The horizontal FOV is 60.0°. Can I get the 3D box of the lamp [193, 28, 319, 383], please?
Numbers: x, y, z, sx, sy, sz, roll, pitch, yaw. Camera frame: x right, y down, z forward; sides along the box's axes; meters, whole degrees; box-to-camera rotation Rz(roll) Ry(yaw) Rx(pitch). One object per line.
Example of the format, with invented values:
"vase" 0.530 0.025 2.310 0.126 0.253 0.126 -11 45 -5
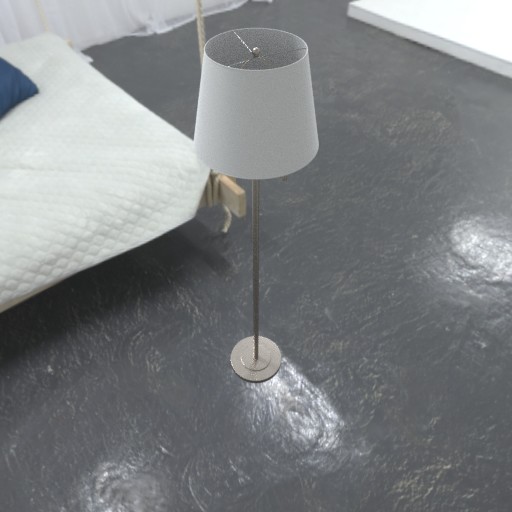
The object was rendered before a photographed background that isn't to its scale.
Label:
"lamp" 0.000 0.000 1.609 0.355 1.473 0.355 0 47 0
